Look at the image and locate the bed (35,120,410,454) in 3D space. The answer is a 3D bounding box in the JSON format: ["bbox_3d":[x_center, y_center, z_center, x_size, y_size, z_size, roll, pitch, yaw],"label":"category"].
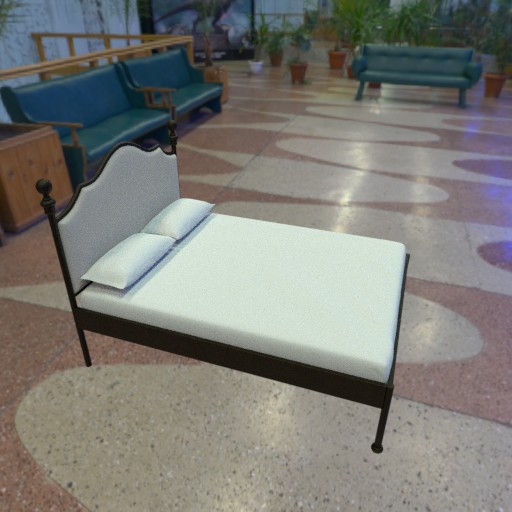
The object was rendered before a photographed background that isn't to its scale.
[{"bbox_3d":[0.000,0.000,3.312,2.224,1.499,1.642,10,32,17],"label":"bed"}]
